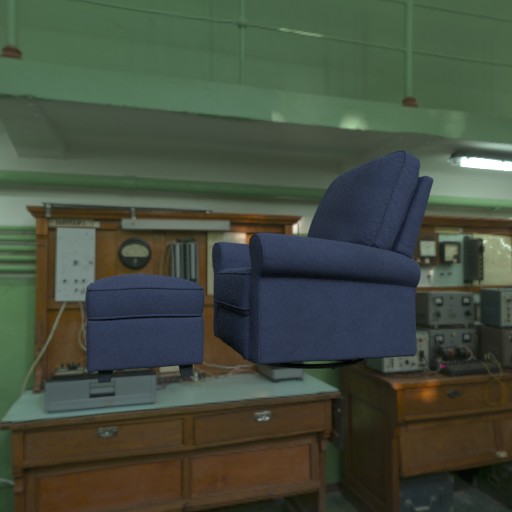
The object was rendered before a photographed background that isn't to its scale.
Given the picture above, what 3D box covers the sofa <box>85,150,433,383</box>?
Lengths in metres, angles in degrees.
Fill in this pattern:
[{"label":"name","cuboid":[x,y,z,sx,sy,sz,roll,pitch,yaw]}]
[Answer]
[{"label":"sofa","cuboid":[0.000,0.000,2.082,1.478,0.959,0.880,0,-1,-18]}]
